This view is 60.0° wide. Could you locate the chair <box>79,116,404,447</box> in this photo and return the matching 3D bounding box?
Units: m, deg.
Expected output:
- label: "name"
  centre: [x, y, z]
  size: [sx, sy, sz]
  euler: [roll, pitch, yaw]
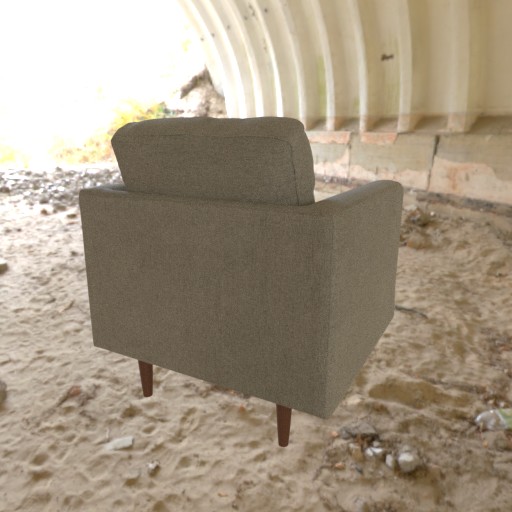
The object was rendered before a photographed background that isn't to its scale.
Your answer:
- label: "chair"
  centre: [0.000, 0.000, 1.568]
  size: [0.855, 0.927, 0.800]
  euler: [9, 18, 27]
